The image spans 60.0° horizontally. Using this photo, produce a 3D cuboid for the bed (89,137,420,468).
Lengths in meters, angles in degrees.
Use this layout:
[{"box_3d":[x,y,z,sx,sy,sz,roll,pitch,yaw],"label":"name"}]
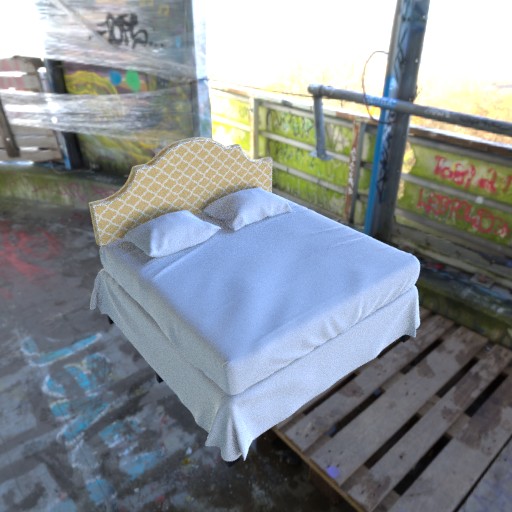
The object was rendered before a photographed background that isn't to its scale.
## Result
[{"box_3d":[0.000,0.000,3.777,2.314,1.601,2.222,-22,37,-33],"label":"bed"}]
